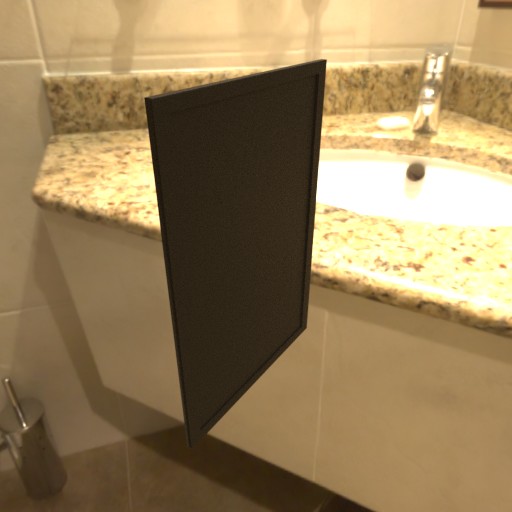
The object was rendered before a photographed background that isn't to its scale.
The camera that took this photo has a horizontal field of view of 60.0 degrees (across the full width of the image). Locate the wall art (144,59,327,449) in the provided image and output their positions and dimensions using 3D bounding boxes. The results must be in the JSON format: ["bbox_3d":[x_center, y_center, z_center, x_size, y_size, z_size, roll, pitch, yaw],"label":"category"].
[{"bbox_3d":[0.000,0.000,0.862,0.012,0.661,0.451,20,36,30],"label":"wall art"}]
